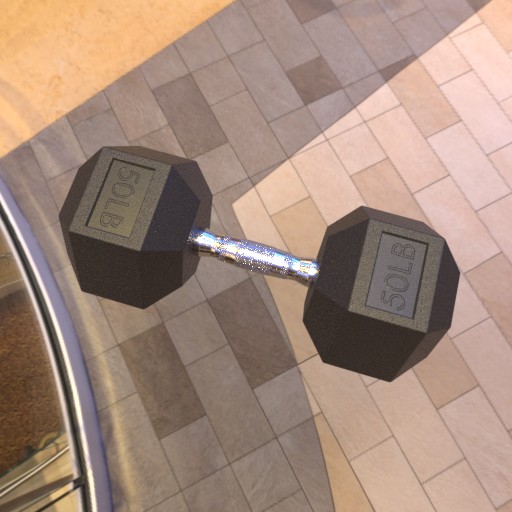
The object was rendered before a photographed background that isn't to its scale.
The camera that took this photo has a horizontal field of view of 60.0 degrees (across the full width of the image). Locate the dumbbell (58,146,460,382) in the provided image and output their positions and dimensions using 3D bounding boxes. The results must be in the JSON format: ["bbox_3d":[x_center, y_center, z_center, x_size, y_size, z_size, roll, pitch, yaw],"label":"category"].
[{"bbox_3d":[0.000,0.000,0.466,0.384,0.150,0.173,16,76,4],"label":"dumbbell"}]
